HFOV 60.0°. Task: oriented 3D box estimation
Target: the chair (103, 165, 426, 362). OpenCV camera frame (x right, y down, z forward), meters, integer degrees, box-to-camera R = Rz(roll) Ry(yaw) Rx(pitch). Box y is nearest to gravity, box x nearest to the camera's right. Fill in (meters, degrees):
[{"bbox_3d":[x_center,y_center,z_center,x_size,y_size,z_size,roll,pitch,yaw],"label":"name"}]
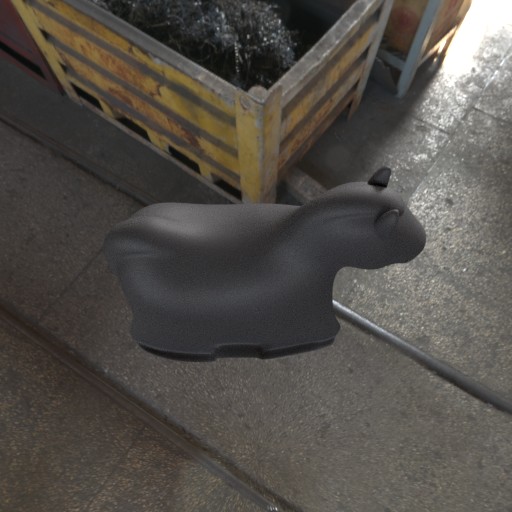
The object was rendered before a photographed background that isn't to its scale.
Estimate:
[{"bbox_3d":[0.000,0.000,1.143,0.800,0.612,0.429,-1,65,0],"label":"chair"}]
